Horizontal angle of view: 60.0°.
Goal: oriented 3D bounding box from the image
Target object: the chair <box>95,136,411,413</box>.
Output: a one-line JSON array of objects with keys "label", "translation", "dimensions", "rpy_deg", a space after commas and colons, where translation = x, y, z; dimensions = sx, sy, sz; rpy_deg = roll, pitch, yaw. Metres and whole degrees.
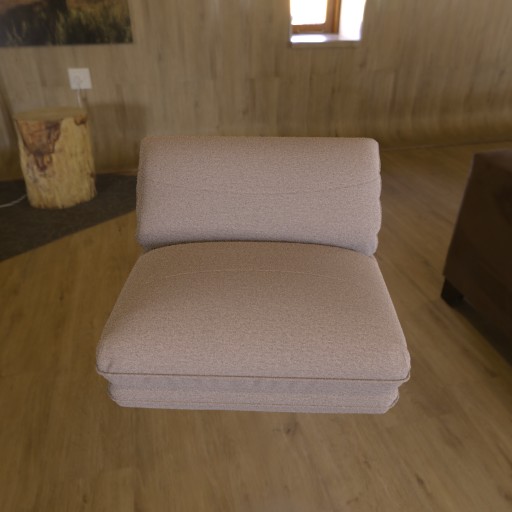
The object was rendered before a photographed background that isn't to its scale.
[{"label": "chair", "translation": [0.000, 0.000, 1.369], "dimensions": [0.820, 0.580, 0.780], "rpy_deg": [1, 31, 2]}]
